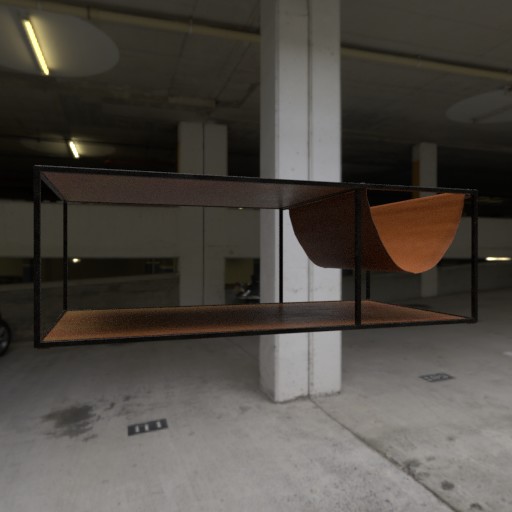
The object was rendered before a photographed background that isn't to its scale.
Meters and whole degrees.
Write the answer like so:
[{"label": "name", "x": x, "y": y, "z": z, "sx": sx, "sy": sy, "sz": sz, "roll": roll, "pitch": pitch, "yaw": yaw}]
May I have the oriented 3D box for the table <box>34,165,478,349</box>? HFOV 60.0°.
[{"label": "table", "x": 0.000, "y": 0.000, "z": 1.424, "sx": 1.199, "sy": 0.403, "sz": 0.597, "roll": 0, "pitch": 0, "yaw": -18}]
